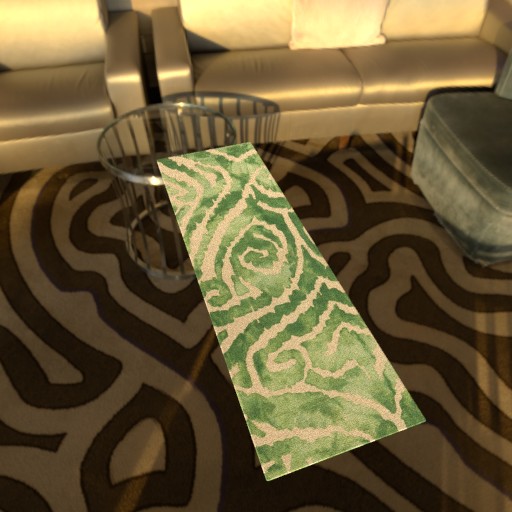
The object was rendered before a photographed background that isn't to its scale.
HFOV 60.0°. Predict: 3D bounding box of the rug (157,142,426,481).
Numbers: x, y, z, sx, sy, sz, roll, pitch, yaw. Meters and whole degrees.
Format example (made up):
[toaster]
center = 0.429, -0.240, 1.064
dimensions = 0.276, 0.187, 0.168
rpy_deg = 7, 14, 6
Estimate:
[rug]
center = 0.000, 0.000, 2.696
dimensions = 0.761, 0.006, 2.438
rpy_deg = -14, 48, -13
